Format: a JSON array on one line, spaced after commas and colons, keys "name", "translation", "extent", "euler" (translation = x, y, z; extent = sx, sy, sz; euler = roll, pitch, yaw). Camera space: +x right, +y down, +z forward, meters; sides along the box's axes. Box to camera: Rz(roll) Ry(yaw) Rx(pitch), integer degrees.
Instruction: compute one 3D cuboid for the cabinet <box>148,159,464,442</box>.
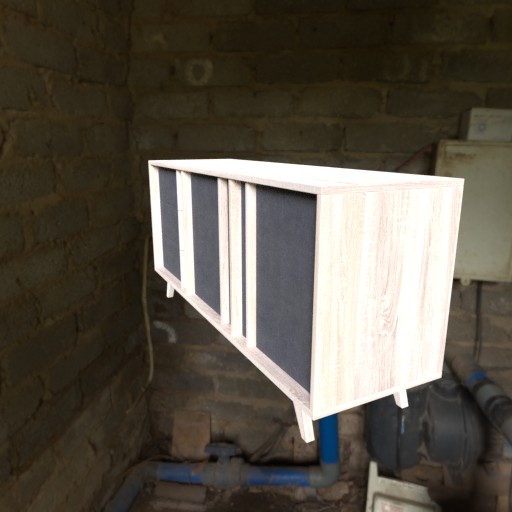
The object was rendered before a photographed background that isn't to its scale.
[{"name": "cabinet", "translation": [0.000, 0.000, 1.972], "extent": [0.500, 0.780, 1.650], "euler": [-7, 16, -26]}]
